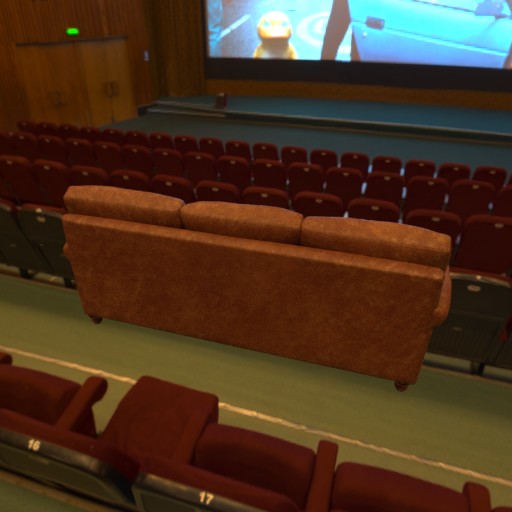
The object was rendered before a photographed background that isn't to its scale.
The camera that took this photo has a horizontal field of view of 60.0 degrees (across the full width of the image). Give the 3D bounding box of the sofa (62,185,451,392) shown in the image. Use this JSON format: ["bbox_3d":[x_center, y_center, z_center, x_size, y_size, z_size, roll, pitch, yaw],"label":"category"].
[{"bbox_3d":[0.000,0.000,2.917,2.351,0.977,0.973,9,31,15],"label":"sofa"}]
